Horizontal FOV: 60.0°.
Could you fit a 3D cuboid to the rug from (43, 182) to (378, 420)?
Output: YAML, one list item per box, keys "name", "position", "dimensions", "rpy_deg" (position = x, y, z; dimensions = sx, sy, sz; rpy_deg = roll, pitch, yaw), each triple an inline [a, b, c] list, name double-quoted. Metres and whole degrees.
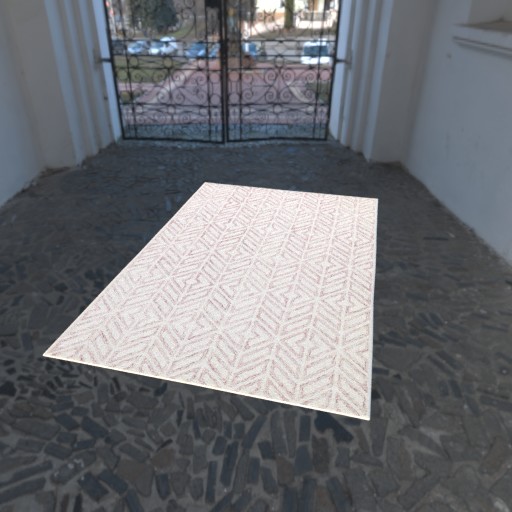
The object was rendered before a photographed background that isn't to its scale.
- name: "rug"
  position: [0.000, 0.000, 2.324]
  dimensions: [1.220, 0.007, 1.828]
  rpy_deg: [7, 32, 12]
